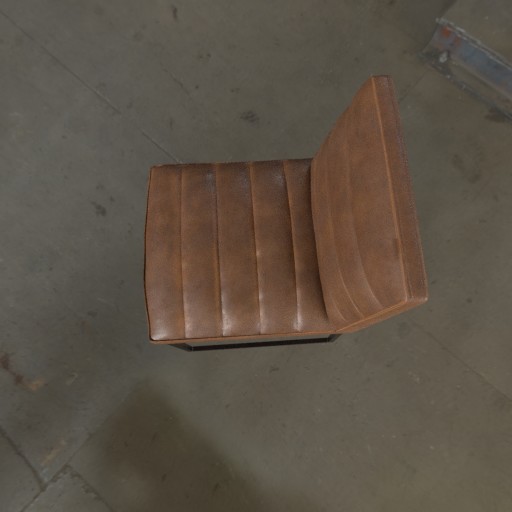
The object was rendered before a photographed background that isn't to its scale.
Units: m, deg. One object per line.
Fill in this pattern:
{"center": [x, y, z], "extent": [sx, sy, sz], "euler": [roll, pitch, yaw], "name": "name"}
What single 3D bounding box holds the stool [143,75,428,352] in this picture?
{"center": [0.000, 0.000, 1.220], "extent": [0.562, 0.942, 0.463], "euler": [-4, 75, -1], "name": "stool"}
